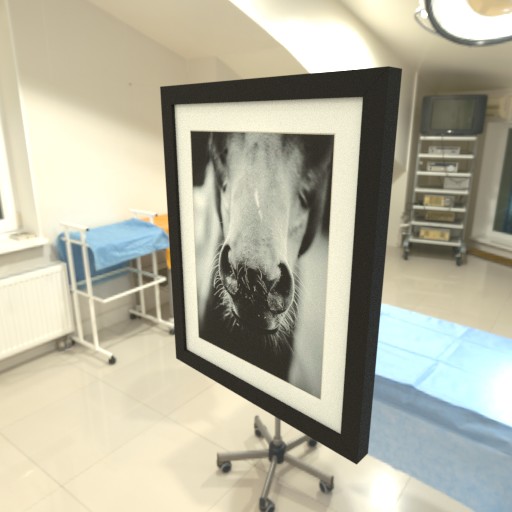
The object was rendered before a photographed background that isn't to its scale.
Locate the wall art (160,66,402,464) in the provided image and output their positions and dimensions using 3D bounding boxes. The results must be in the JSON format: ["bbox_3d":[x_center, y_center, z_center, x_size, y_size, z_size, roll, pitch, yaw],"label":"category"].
[{"bbox_3d":[0.000,0.000,0.544,0.329,0.404,0.024,16,23,41],"label":"wall art"}]
